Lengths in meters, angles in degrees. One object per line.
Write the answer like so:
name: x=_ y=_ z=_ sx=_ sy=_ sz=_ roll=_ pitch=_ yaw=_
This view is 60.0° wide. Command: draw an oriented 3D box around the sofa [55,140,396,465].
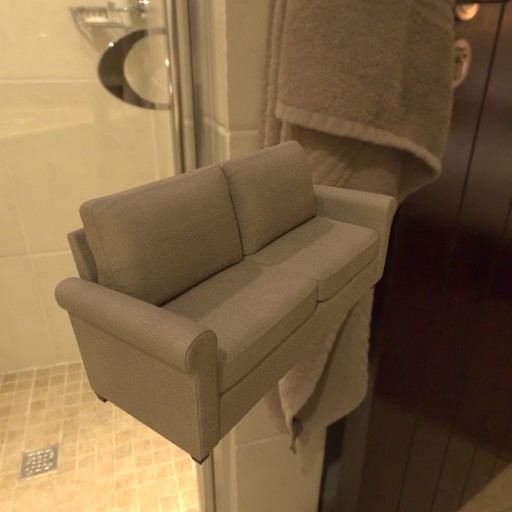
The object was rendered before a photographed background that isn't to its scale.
sofa: x=0.000 y=0.000 z=2.403 sx=0.842 sy=0.942 sz=1.935 roll=17 pitch=30 yaw=32
